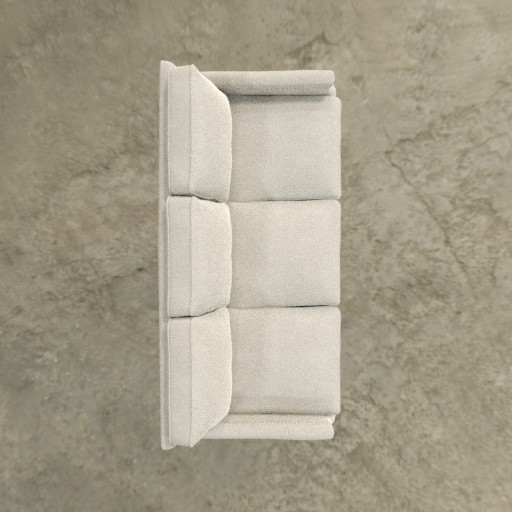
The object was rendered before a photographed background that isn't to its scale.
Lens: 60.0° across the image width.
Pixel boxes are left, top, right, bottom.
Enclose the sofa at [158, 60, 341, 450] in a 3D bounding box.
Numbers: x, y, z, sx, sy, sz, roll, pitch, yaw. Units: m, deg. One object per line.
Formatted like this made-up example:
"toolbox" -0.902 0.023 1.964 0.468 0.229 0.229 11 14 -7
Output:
"sofa" 0.000 0.000 2.802 1.084 1.003 2.246 0 91 0
